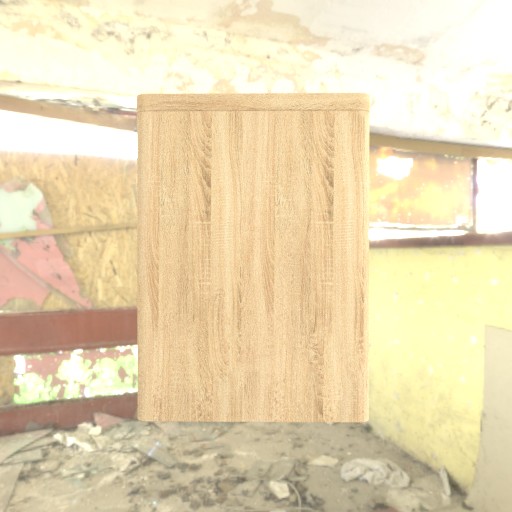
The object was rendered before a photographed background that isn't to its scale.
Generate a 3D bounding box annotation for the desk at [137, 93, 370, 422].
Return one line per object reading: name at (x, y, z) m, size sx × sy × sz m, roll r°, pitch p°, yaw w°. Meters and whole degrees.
desk at (0.000, 0.000, 1.623) m, size 0.550 × 0.760 × 1.200 m, roll 0°, pitch 0°, yaw 1°
